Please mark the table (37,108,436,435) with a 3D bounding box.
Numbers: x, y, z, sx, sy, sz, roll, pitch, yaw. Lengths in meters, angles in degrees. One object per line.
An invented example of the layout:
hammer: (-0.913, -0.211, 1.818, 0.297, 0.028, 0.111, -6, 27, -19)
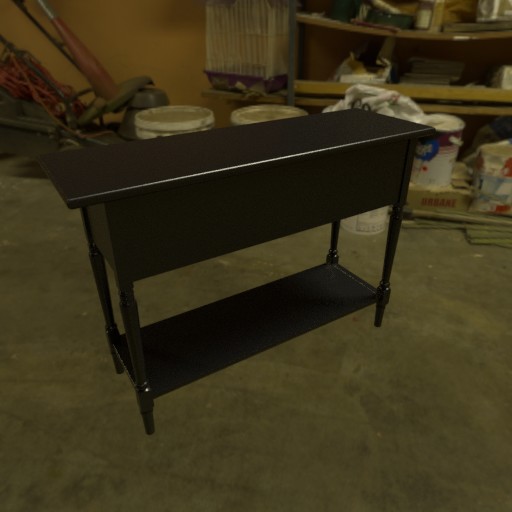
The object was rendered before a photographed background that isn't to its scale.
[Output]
table: (0.000, 0.000, 1.556, 1.191, 0.819, 0.386, -17, 34, -28)
